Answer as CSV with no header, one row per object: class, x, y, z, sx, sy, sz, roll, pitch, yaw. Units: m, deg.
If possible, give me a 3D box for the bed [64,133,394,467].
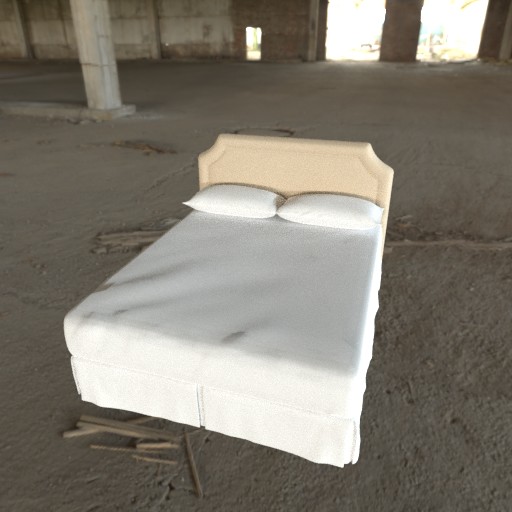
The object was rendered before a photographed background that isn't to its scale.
bed,0.000,0.000,3.793,2.134,1.524,2.548,8,28,16
